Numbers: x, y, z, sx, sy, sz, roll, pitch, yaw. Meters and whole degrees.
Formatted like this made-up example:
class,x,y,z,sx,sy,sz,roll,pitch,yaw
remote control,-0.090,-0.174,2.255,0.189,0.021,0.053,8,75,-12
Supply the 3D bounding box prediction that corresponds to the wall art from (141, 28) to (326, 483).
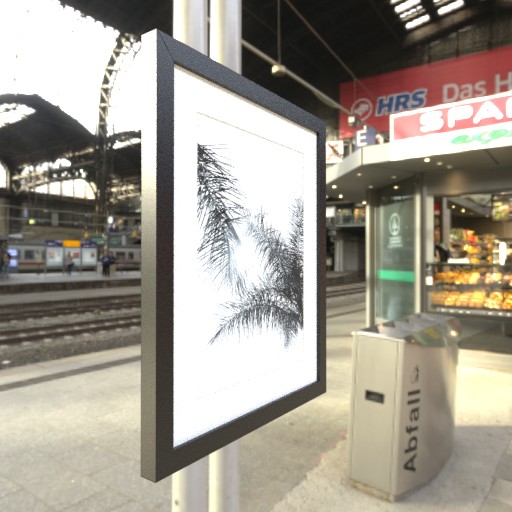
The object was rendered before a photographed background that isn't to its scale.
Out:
class,x,y,z,sx,sy,sz,roll,pitch,yaw
wall art,0.000,0.000,0.736,0.028,0.557,0.457,0,-1,36
